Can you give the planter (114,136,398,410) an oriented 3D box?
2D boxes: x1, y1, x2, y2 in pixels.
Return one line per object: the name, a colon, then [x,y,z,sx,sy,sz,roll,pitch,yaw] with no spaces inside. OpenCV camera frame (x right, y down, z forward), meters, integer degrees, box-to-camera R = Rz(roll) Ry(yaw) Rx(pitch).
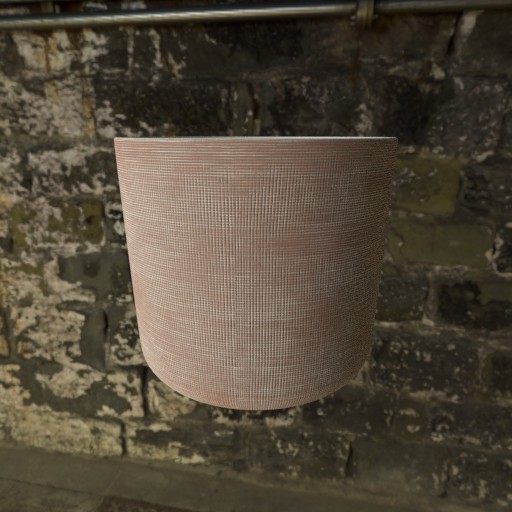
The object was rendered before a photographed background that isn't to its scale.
planter: [0.000,0.000,0.770,0.440,0.398,0.440,0,15,0]
